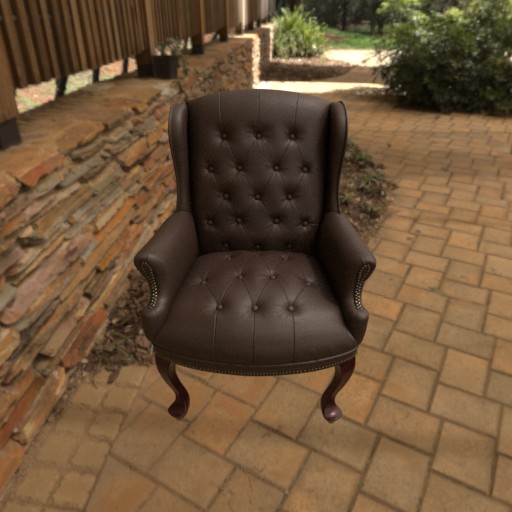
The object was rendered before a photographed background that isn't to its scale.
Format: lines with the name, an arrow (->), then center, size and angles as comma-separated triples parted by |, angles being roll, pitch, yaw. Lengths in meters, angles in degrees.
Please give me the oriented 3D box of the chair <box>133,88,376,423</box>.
chair -> 0.000, 0.000, 1.737 | 0.829, 1.132, 0.819 | 1, 30, 1
